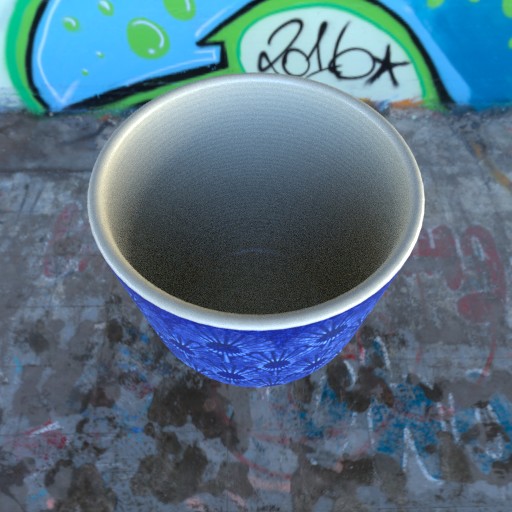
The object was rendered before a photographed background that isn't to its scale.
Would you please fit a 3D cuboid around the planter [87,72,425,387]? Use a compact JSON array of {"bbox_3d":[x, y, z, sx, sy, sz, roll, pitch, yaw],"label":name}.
[{"bbox_3d":[0.000,0.000,0.354,0.206,0.190,0.206,0,58,0],"label":"planter"}]
